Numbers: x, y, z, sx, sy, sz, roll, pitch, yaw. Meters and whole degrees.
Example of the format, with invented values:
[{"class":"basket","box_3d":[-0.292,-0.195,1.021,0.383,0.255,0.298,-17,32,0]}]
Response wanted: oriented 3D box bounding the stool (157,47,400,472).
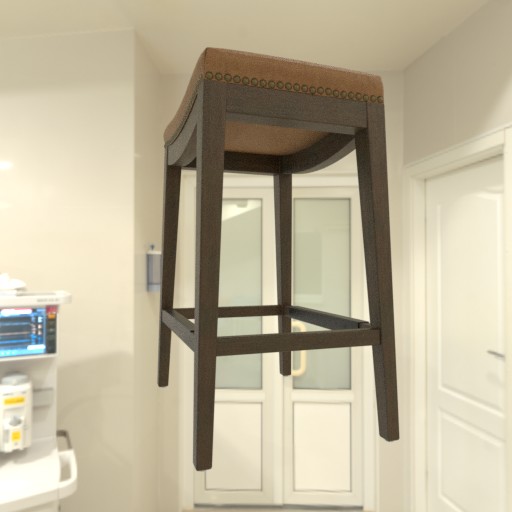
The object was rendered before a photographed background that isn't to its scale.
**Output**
[{"class":"stool","box_3d":[0.000,0.000,0.958,0.361,0.660,0.500,0,-1,-19]}]
